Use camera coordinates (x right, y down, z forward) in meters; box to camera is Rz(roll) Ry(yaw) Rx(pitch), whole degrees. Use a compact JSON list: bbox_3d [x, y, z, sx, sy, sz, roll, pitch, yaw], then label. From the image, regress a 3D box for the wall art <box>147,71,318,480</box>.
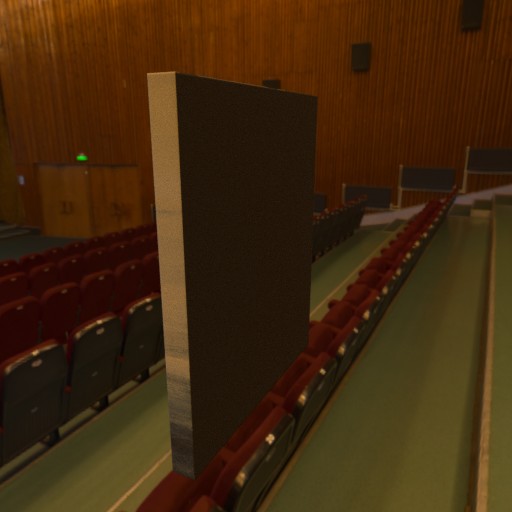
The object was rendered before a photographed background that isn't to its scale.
[{"bbox_3d":[0.000,0.000,0.718,0.037,0.511,0.435,8,18,26],"label":"wall art"}]
